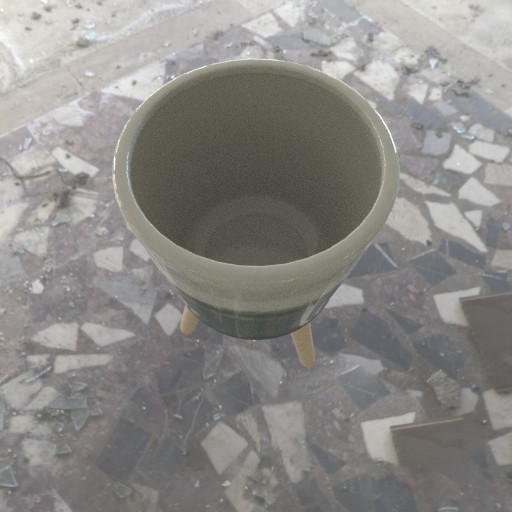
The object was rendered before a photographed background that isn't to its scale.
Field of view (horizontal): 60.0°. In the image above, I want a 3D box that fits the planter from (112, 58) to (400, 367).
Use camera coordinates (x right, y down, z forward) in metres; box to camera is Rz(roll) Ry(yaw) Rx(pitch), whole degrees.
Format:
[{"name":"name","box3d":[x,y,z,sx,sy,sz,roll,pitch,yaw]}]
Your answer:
[{"name":"planter","box3d":[0.000,0.000,0.479,0.217,0.331,0.217,-1,62,-1]}]
